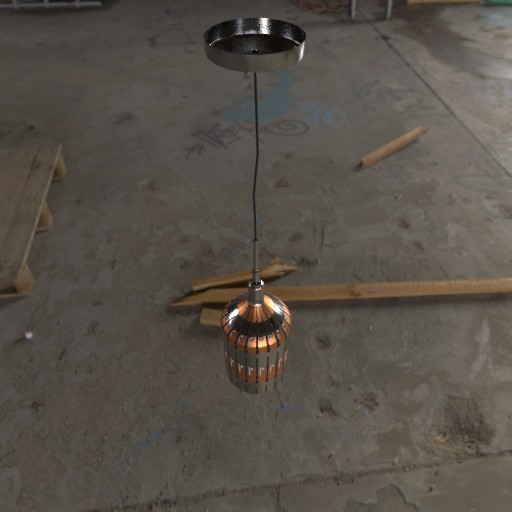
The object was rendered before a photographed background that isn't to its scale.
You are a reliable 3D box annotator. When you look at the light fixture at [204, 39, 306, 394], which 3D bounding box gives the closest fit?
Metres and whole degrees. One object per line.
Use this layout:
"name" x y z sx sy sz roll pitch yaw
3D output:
"light fixture" 0.000 0.000 1.624 0.303 1.535 0.303 0 45 0
